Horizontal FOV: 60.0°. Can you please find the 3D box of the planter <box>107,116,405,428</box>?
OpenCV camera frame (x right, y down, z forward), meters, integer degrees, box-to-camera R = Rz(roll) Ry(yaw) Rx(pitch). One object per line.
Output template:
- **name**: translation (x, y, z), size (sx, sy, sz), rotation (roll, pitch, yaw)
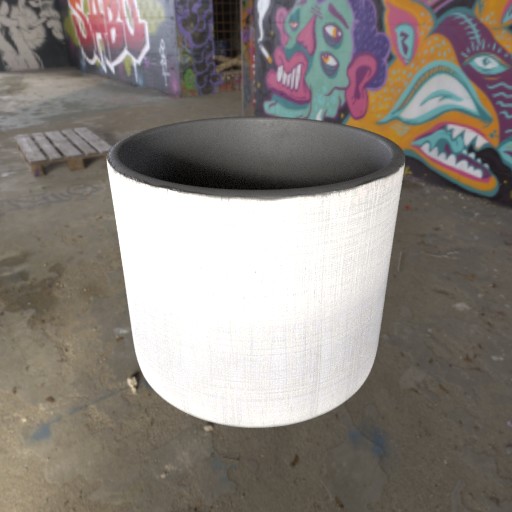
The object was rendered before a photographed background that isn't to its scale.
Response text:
- **planter**: translation (0.000, 0.000, 0.436), size (0.254, 0.221, 0.254), rotation (0, 28, 0)
